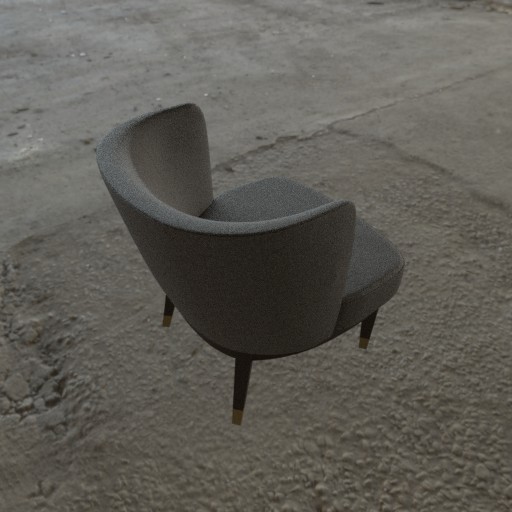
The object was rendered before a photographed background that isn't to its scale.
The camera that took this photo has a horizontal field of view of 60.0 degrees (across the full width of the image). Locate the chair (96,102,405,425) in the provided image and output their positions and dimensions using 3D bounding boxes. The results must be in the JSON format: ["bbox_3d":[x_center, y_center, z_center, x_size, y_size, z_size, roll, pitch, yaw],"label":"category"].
[{"bbox_3d":[0.000,0.000,1.254,0.698,0.695,0.639,-25,46,-26],"label":"chair"}]
